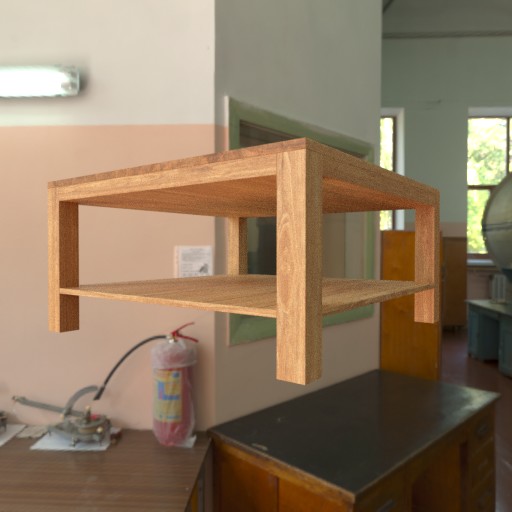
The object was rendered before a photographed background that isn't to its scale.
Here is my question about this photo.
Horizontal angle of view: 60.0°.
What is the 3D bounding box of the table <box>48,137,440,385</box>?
[{"bbox_3d":[0.000,0.000,1.433,0.900,0.450,0.900,1,1,37],"label":"table"}]
